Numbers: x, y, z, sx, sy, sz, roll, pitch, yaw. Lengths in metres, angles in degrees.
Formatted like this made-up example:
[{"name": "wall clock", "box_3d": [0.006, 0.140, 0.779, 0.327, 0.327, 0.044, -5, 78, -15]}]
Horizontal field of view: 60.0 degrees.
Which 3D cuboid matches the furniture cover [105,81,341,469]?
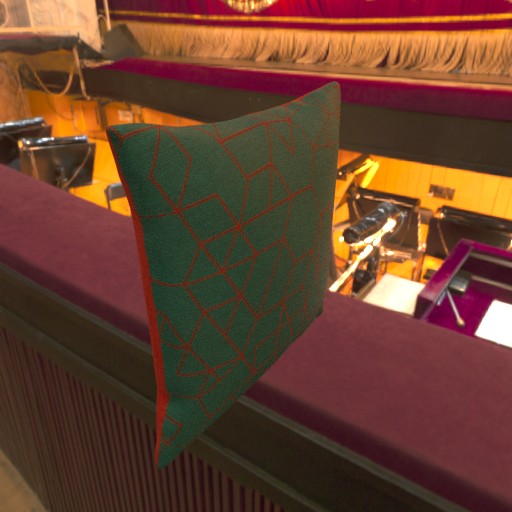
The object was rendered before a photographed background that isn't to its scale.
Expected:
[{"name": "furniture cover", "box_3d": [0.000, 0.000, 0.742, 0.158, 0.508, 0.517, 18, 32, 31]}]
